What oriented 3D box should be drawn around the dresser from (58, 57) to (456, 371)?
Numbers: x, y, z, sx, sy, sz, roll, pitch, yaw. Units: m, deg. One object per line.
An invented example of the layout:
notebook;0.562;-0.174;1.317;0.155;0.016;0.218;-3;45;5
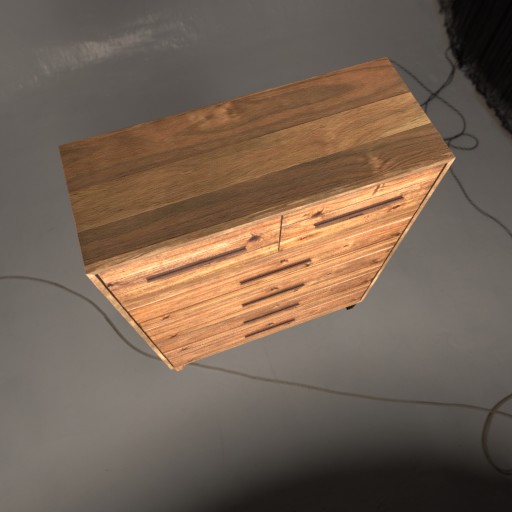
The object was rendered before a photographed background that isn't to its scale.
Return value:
dresser;0.000;0.000;1.903;1.062;1.393;0.442;-18;66;-8
